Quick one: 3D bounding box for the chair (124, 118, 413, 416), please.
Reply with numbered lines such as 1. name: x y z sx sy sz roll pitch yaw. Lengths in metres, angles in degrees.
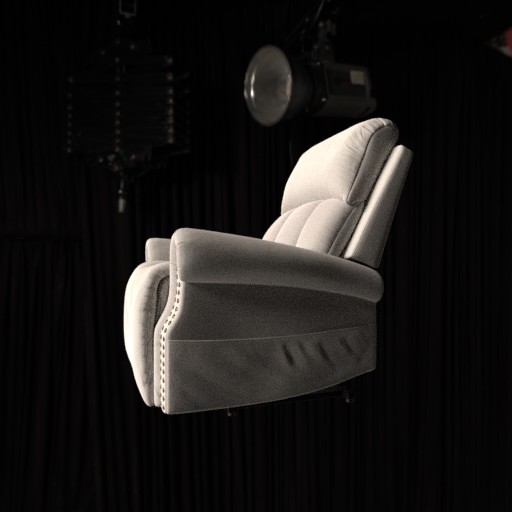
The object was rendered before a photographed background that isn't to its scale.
1. chair: 0.000 0.000 1.748 0.979 1.031 0.871 0 0 -20
